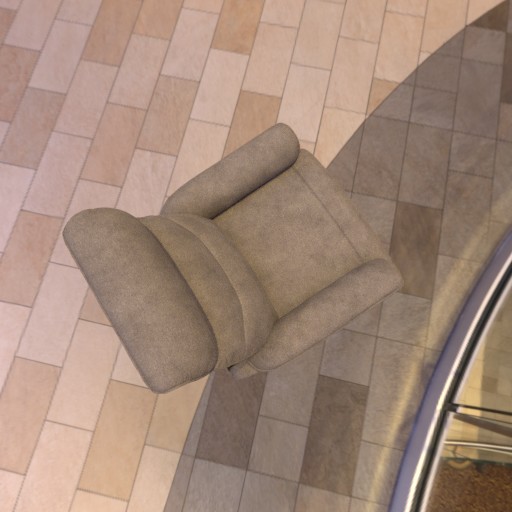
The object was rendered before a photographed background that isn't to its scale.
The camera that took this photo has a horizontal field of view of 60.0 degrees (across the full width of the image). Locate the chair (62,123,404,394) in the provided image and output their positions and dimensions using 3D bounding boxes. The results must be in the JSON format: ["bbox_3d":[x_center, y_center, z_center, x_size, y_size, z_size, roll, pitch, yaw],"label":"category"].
[{"bbox_3d":[0.000,0.000,1.742,1.009,1.036,0.830,-32,78,-8],"label":"chair"}]
